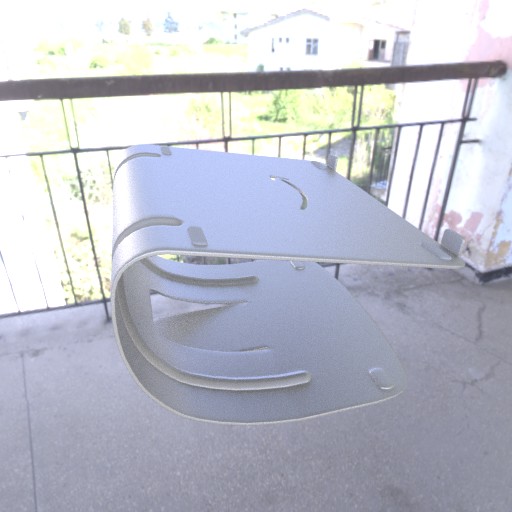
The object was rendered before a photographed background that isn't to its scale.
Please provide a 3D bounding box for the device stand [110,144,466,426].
[{"bbox_3d":[0.000,0.000,0.398,0.236,0.155,0.256,-7,29,-14],"label":"device stand"}]
